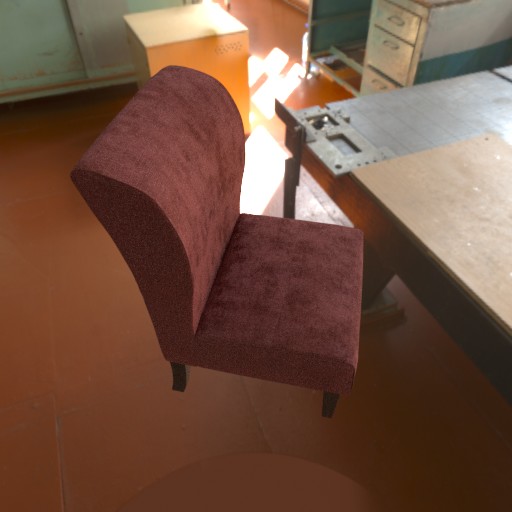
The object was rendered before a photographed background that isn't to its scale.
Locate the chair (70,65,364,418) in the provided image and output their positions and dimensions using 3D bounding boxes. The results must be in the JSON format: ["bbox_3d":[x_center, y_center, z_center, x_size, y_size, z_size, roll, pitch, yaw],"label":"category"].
[{"bbox_3d":[0.000,0.000,1.262,0.640,0.846,0.538,9,45,9],"label":"chair"}]
